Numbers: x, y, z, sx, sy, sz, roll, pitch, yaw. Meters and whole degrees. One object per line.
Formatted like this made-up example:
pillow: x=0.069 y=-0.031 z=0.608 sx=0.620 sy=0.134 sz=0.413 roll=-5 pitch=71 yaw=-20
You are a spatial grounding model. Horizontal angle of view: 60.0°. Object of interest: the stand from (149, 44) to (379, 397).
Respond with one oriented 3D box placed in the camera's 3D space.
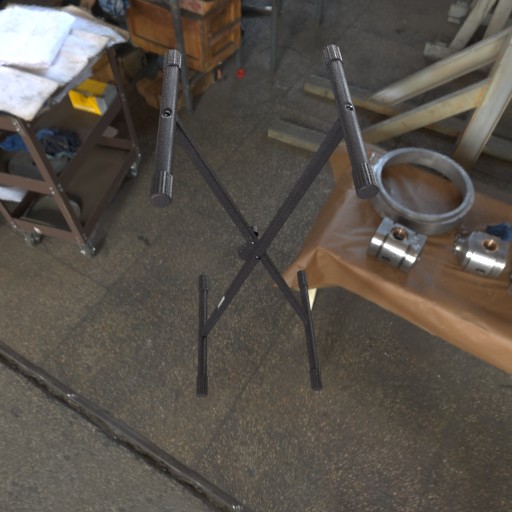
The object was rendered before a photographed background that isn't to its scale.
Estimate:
stand: x=0.000 y=0.000 z=1.183 sx=0.409 sy=0.940 sz=0.449 roll=-3 pitch=56 yaw=-2
